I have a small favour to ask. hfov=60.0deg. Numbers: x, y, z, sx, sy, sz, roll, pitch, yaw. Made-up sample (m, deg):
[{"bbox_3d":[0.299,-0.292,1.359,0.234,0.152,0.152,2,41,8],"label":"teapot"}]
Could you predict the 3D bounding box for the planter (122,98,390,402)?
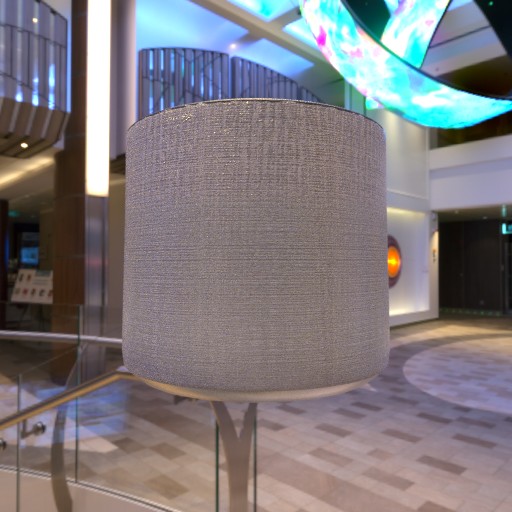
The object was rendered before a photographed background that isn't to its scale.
[{"bbox_3d":[0.000,0.000,0.218,0.125,0.112,0.125,0,-1,0],"label":"planter"}]
